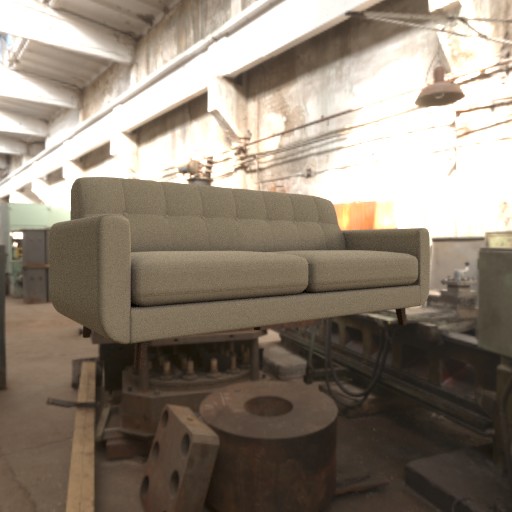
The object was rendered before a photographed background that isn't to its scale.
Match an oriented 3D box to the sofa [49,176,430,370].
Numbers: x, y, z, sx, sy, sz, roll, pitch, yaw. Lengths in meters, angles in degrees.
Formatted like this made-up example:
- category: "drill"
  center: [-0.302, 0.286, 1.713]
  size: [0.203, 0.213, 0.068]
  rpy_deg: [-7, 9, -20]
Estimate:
- category: "sofa"
  center: [0.000, 0.000, 2.665]
  size: [2.137, 0.892, 0.980]
  rpy_deg: [-1, 1, -36]
